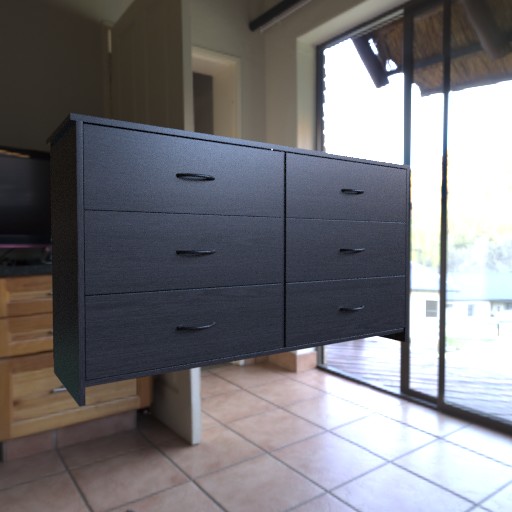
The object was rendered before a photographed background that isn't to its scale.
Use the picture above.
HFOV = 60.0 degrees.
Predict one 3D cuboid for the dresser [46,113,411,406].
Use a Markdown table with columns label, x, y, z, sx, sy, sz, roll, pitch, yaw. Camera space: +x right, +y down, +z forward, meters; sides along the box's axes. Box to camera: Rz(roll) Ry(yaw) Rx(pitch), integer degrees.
| label | x | y | z | sx | sy | sz | roll | pitch | yaw |
| --- | --- | --- | --- | --- | --- | --- | --- | --- | --- |
| dresser | 0.000 | 0.000 | 1.651 | 1.360 | 0.755 | 0.401 | -1 | 2 | -34 |
